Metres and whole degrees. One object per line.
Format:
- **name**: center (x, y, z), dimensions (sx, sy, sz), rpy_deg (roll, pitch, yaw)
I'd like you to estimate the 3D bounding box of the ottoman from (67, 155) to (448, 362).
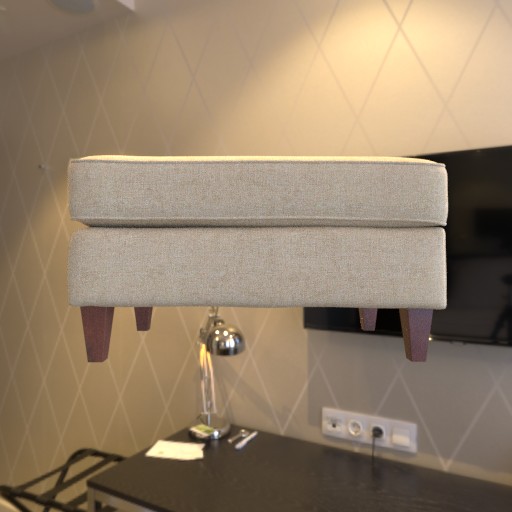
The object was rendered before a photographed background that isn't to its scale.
- **ottoman**: center (0.000, 0.000, 1.244), dimensions (0.862, 0.484, 0.583), rpy_deg (0, -1, 0)
